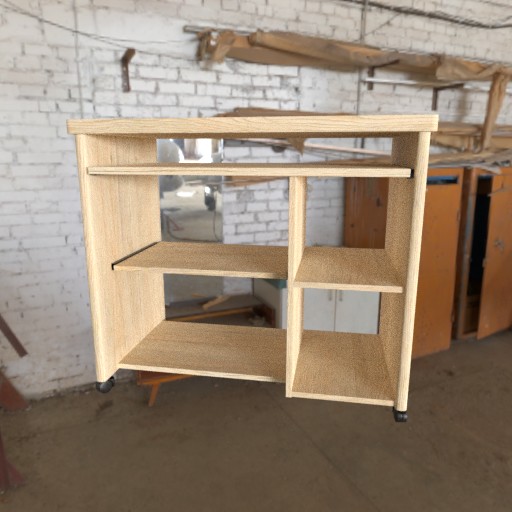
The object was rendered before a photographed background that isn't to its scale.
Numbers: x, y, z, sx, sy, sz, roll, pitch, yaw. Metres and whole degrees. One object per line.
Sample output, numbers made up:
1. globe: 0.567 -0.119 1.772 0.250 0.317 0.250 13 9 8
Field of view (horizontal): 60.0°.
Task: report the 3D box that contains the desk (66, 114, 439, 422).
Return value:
1. desk: 0.000 0.000 1.340 0.885 0.770 0.480 2 13 10
